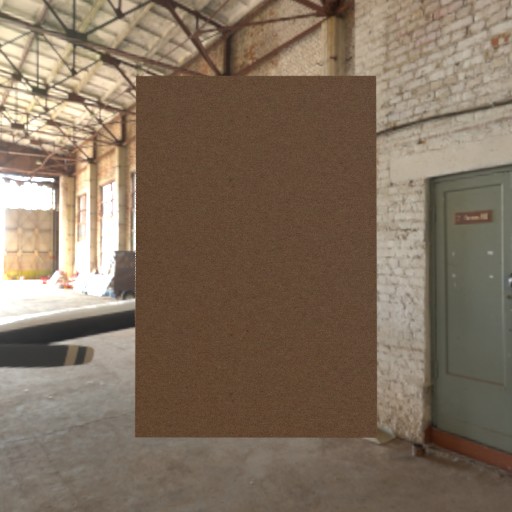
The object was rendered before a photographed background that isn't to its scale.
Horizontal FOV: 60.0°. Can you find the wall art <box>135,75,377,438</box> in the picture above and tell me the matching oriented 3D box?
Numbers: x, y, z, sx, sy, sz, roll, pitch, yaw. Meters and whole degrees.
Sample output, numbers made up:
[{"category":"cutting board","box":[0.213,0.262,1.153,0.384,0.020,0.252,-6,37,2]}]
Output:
[{"category":"wall art","box":[0.000,0.000,1.138,0.610,0.914,0.037,0,-1,0]}]
